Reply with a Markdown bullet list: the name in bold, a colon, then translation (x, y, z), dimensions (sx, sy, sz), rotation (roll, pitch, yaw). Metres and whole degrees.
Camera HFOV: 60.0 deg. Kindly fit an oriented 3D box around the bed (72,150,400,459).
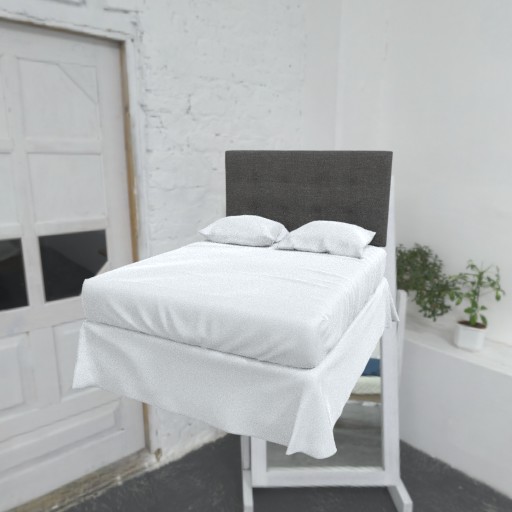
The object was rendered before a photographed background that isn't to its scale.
- **bed**: translation (0.000, 0.000, 3.425), dimensions (1.936, 1.577, 2.222), rotation (7, 15, 25)
